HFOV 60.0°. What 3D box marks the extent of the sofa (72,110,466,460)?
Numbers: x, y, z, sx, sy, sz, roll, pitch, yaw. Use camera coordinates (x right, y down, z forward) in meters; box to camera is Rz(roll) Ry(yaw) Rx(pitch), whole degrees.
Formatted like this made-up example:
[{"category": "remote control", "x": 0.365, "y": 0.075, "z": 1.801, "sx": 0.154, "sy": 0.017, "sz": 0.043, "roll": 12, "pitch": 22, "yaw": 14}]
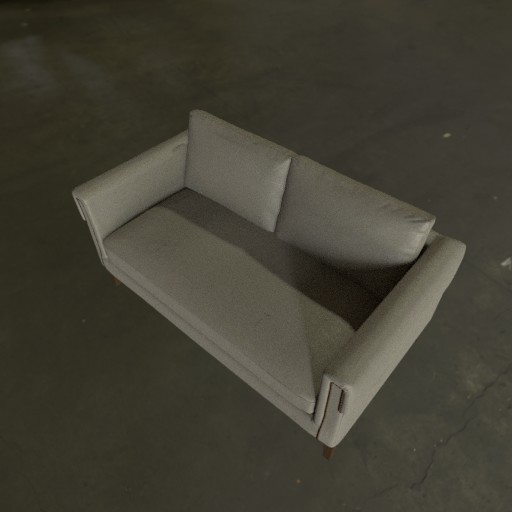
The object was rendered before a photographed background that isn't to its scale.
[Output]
[{"category": "sofa", "x": 0.000, "y": 0.000, "z": 2.150, "sx": 1.598, "sy": 0.873, "sz": 0.899, "roll": 32, "pitch": 53, "yaw": 28}]
